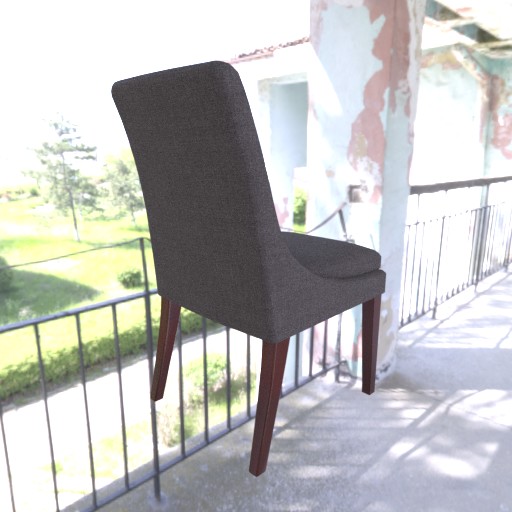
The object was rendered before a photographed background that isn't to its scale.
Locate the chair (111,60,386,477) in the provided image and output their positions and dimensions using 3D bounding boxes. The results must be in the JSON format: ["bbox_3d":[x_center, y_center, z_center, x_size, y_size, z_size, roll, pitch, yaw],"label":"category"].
[{"bbox_3d":[0.000,0.000,1.306,0.655,0.952,0.508,-13,19,-43],"label":"chair"}]
